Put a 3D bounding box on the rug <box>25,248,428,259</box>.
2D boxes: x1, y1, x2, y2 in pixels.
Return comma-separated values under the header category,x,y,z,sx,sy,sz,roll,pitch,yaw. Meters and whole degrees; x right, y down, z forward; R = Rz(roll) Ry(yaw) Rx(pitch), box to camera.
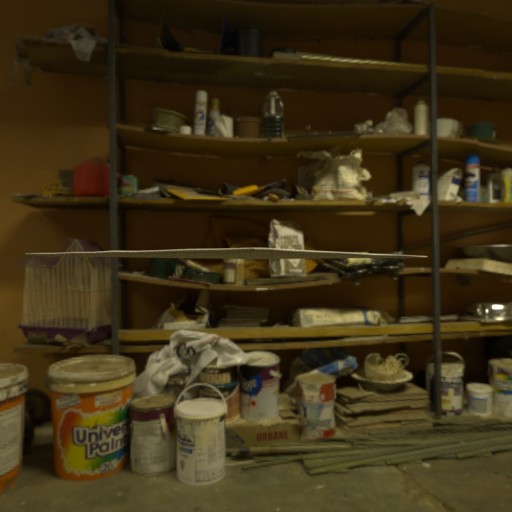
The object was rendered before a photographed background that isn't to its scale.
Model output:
category,x,y,z,sx,sy,sz,roll,pitch,yaw
rug,0.000,0.000,4.417,2.436,0.026,3.381,-1,-1,36
